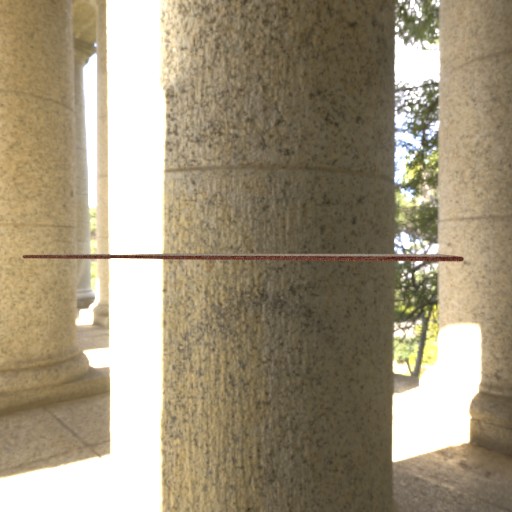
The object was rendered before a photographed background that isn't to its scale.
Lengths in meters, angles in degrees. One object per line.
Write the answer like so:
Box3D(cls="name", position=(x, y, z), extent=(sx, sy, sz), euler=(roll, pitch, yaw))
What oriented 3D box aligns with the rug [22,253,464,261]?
Box3D(cls="rug", position=(0.000, 0.000, 2.287), extent=(1.829, 0.016, 1.219), euler=(0, 1, 19))
